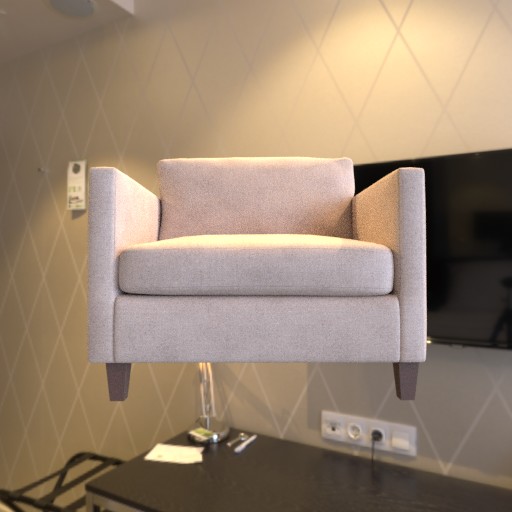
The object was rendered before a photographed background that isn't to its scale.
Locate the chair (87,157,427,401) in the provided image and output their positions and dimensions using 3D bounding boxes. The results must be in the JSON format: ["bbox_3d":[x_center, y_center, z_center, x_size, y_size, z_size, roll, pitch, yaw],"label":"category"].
[{"bbox_3d":[0.000,0.000,1.879,1.133,0.961,0.959,0,-1,-1],"label":"chair"}]
